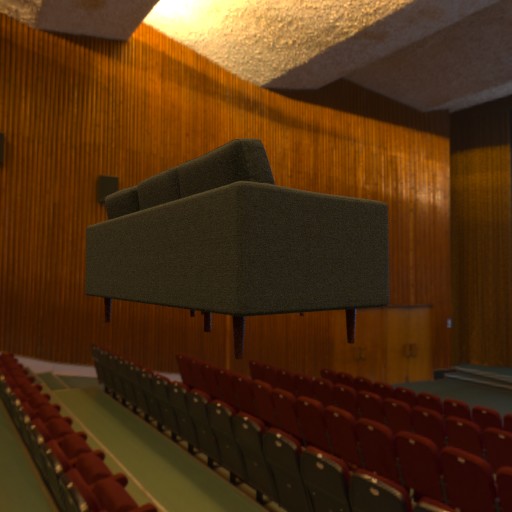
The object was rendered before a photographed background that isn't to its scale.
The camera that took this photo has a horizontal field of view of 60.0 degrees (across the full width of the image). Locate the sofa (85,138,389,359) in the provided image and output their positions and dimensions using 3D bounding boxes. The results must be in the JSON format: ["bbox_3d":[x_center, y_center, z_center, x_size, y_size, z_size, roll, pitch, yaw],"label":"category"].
[{"bbox_3d":[0.000,0.000,2.974,1.667,0.957,2.055,2,-3,-36],"label":"sofa"}]
